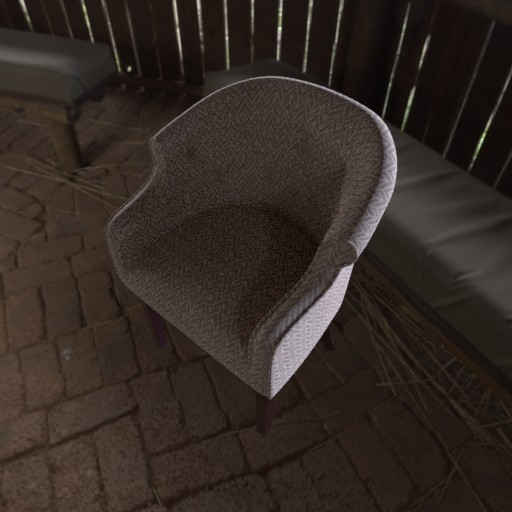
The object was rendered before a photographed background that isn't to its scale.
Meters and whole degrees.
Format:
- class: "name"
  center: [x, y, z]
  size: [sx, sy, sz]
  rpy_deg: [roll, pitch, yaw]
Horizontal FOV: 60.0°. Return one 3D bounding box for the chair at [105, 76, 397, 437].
- class: "chair"
  center: [0.000, 0.000, 1.329]
  size: [0.686, 0.858, 0.613]
  rpy_deg: [32, 53, 27]
